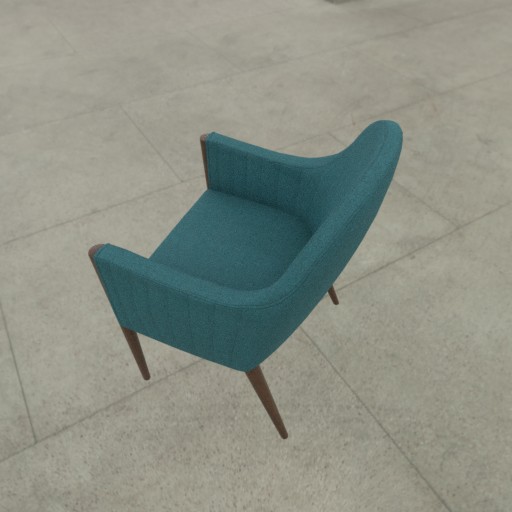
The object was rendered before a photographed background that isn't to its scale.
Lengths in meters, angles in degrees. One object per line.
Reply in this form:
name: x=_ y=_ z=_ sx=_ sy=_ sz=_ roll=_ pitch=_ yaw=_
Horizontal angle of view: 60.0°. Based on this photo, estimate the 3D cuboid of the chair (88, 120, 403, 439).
chair: x=0.000 y=0.000 z=1.322 sx=0.652 sy=0.907 sz=0.656 roll=17 pitch=48 yaw=16
